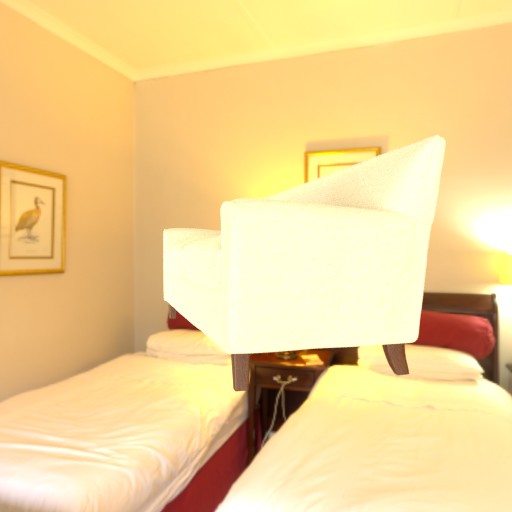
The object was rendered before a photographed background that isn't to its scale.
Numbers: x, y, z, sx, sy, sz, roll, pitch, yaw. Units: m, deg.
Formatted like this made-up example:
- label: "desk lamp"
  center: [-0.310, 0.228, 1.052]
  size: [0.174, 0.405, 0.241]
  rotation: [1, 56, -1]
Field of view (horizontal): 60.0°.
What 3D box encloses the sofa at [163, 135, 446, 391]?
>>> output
- label: "sofa"
  center: [0.000, 0.000, 2.455]
  size: [0.841, 0.907, 2.001]
  rotation: [0, 0, -18]
